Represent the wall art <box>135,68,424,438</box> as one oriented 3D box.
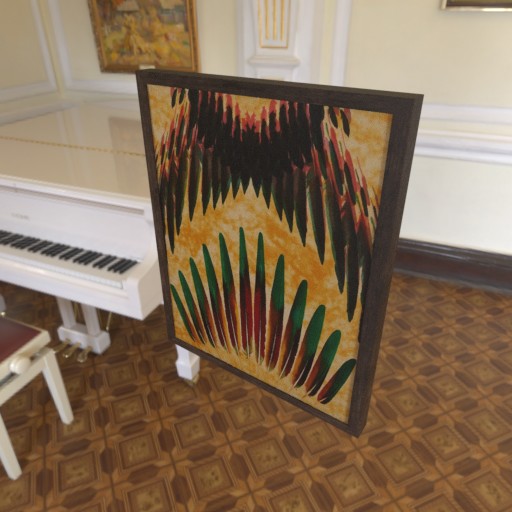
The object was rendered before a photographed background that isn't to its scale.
[{"bbox_3d":[0.000,0.000,0.547,0.329,0.406,0.027,19,34,30],"label":"wall art"}]
